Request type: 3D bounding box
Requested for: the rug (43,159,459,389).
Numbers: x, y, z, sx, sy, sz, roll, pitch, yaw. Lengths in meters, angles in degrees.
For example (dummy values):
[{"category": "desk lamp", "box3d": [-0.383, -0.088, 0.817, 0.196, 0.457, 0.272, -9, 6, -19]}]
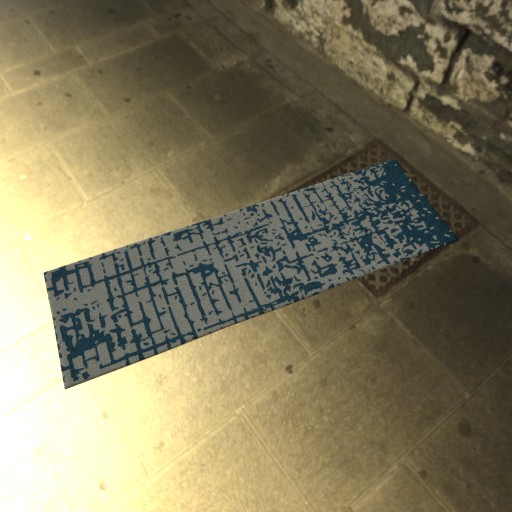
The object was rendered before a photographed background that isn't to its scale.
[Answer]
[{"category": "rug", "box3d": [0.000, 0.000, 2.703, 2.435, 0.011, 0.750, -19, 60, -12]}]
